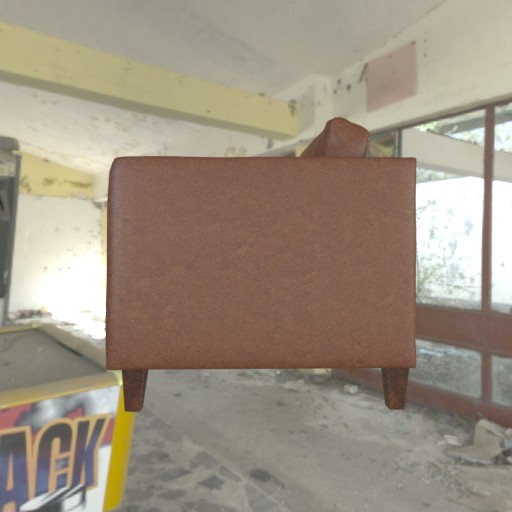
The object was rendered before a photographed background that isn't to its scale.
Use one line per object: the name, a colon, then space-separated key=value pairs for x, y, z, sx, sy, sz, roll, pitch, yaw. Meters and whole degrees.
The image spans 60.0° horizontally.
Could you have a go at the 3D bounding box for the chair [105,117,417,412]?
chair: x=0.000 y=0.000 z=1.830 sx=0.959 sy=0.917 sz=1.107 roll=0 pitch=1 yaw=-1
